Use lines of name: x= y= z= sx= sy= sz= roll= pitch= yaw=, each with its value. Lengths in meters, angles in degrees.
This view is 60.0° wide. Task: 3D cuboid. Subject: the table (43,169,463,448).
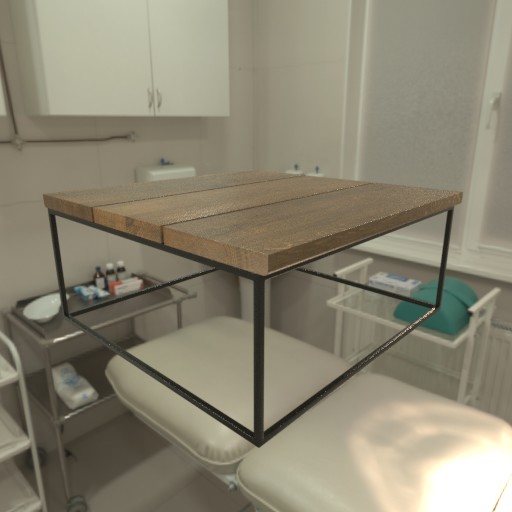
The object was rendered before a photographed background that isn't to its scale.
table: x=0.000 y=0.000 z=1.400 sx=0.900 sy=0.400 sz=0.900 roll=16 pitch=23 yaw=41
